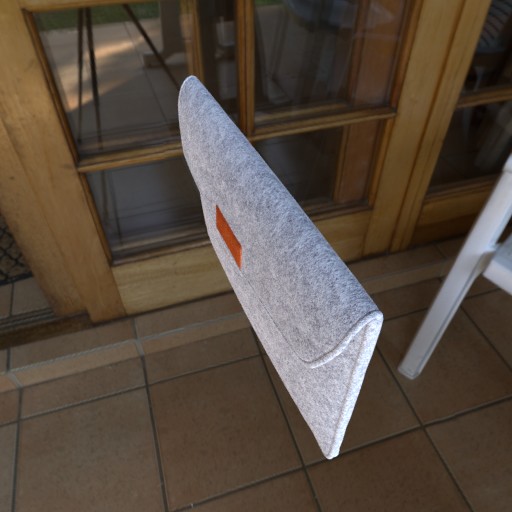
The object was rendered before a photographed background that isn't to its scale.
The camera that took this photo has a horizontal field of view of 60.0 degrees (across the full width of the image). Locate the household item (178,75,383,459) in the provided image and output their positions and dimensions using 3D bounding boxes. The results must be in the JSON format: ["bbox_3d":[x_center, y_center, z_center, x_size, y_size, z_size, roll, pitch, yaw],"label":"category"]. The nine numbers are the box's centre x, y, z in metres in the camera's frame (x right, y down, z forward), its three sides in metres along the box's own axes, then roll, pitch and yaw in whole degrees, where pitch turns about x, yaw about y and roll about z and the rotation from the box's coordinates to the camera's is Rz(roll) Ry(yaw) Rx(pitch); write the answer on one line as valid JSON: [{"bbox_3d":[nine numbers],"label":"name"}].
[{"bbox_3d":[0.000,0.000,0.429,0.057,0.221,0.335,-17,48,-16],"label":"household item"}]
